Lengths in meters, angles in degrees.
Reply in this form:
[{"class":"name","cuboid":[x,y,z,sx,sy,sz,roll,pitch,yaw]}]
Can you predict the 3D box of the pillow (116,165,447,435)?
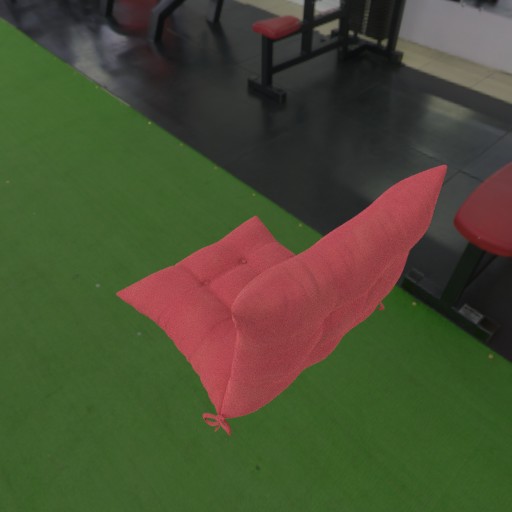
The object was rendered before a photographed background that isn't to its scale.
[{"class":"pillow","cuboid":[0.000,0.000,1.012,0.541,0.536,0.585,-32,54,-27]}]
